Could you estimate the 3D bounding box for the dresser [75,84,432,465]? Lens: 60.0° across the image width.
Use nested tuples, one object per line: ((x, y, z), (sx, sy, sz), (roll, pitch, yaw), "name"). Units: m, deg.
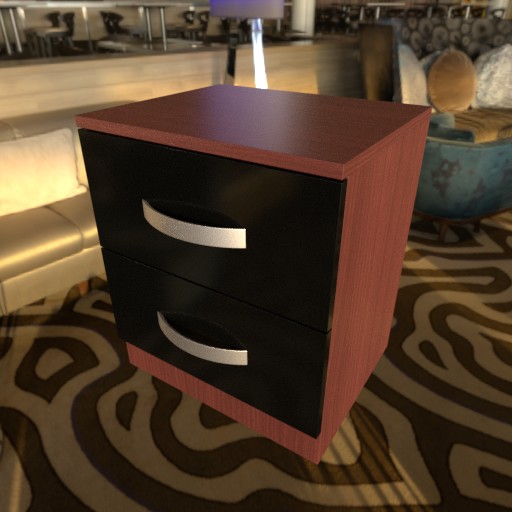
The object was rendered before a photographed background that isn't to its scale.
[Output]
((0.000, 0.000, 0.746), (0.400, 0.470, 0.360), (18, 34, 28), "dresser")
